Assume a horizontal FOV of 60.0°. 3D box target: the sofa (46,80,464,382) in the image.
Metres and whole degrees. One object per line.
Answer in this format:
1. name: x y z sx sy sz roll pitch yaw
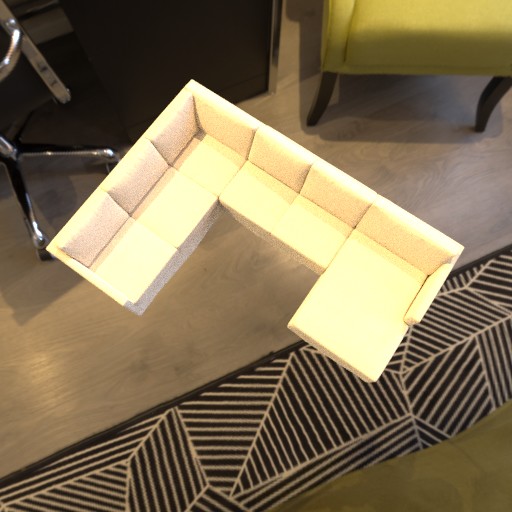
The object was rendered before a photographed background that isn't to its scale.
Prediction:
1. sofa: 0.000 0.000 4.661 3.460 0.882 2.427 34 77 9
